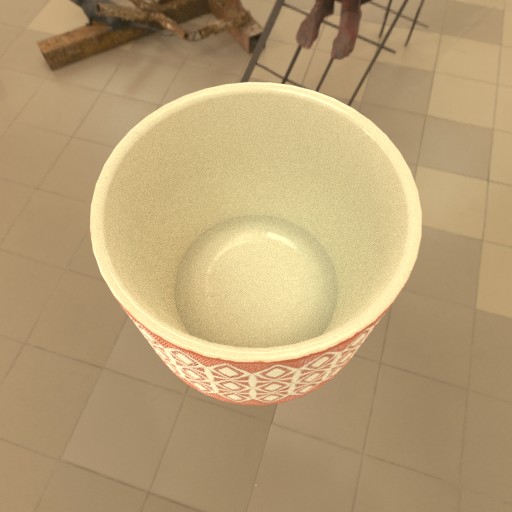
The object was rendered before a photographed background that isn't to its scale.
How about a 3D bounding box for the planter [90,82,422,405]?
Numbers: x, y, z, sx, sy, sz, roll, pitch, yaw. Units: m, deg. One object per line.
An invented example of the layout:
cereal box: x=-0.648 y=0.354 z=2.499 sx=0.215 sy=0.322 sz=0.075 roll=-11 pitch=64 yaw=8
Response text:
planter: x=0.000 y=0.000 z=0.324 sx=0.192 sy=0.148 sz=0.192 roll=0 pitch=63 yaw=0
